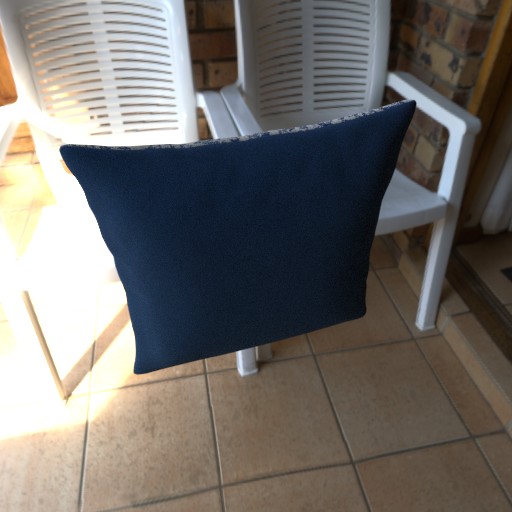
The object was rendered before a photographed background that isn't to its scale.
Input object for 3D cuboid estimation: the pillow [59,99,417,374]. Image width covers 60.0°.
[{"bbox_3d":[0.000,0.000,0.787,0.523,0.510,0.166,-12,43,-13],"label":"pillow"}]
